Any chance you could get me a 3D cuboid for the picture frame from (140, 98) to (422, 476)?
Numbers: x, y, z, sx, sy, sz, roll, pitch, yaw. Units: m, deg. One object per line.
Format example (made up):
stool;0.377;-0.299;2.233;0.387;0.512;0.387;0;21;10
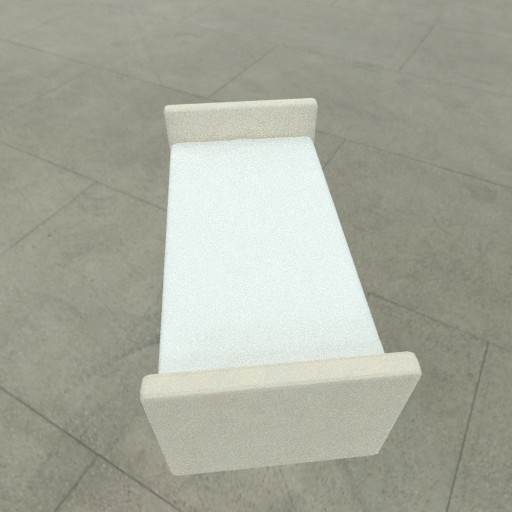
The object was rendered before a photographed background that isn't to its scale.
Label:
picture frame;0.000;0.000;2.691;1.069;0.891;2.161;-4;47;-4
